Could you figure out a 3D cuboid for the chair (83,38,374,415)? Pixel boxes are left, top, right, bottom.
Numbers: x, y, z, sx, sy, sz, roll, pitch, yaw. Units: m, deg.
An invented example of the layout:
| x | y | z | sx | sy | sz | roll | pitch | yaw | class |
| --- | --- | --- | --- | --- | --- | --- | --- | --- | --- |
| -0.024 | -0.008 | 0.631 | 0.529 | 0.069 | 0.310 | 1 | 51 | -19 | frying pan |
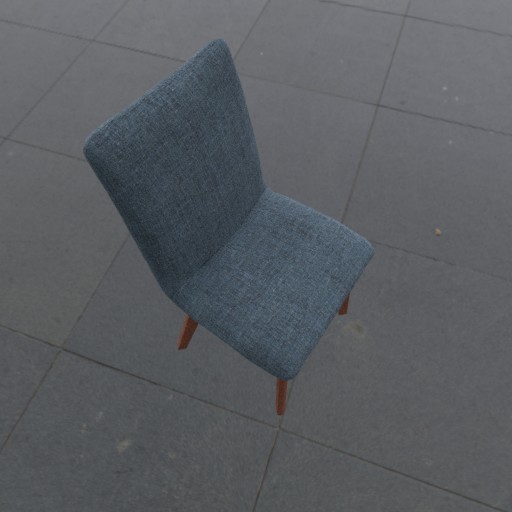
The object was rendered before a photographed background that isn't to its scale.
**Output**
| x | y | z | sx | sy | sz | roll | pitch | yaw | class |
| --- | --- | --- | --- | --- | --- | --- | --- | --- | --- |
| 0.000 | 0.000 | 1.299 | 0.563 | 0.974 | 0.522 | 30 | 63 | 17 | chair |
